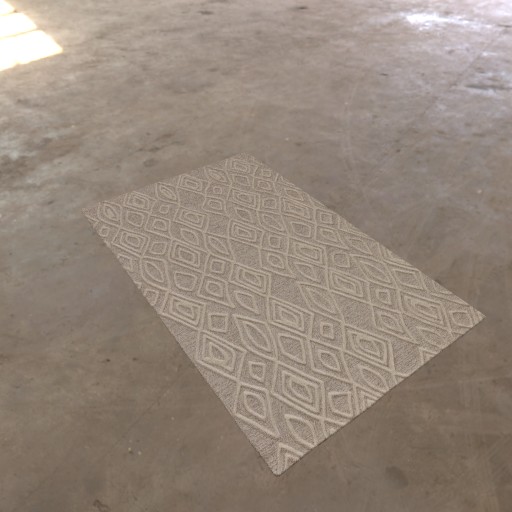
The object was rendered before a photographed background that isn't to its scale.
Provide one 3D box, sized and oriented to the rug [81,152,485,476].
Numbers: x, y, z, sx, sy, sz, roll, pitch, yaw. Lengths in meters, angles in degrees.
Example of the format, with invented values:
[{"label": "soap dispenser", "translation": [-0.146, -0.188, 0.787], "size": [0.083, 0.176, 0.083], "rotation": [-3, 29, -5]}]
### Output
[{"label": "rug", "translation": [0.000, 0.000, 2.971], "size": [1.546, 0.010, 2.442], "rotation": [-25, 47, -26]}]
